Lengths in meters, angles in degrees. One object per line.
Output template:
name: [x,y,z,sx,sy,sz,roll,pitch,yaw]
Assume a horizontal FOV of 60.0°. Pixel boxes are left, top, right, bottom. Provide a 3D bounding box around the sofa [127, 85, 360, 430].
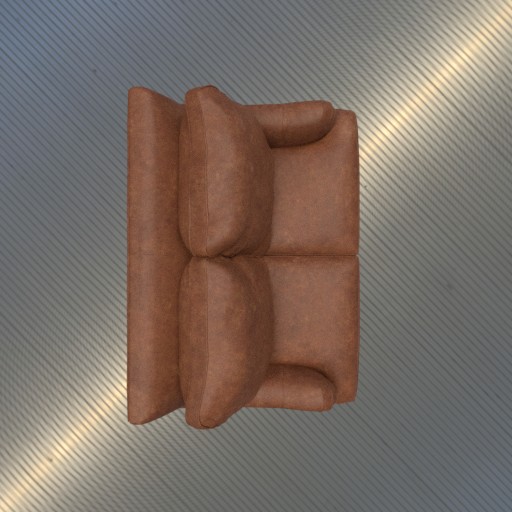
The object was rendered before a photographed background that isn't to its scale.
sofa: [0.000,0.000,2.260,1.077,1.004,1.527,0,90,1]
